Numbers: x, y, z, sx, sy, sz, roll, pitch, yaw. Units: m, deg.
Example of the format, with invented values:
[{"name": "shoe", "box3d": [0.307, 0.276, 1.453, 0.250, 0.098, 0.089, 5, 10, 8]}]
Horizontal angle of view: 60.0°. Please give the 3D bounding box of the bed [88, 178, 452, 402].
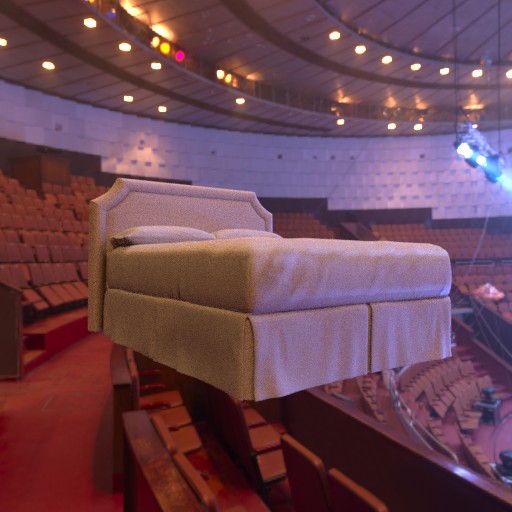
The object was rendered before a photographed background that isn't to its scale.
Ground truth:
[{"name": "bed", "box3d": [0.000, 0.000, 3.243, 1.828, 1.297, 2.164, 0, 0, -35]}]
